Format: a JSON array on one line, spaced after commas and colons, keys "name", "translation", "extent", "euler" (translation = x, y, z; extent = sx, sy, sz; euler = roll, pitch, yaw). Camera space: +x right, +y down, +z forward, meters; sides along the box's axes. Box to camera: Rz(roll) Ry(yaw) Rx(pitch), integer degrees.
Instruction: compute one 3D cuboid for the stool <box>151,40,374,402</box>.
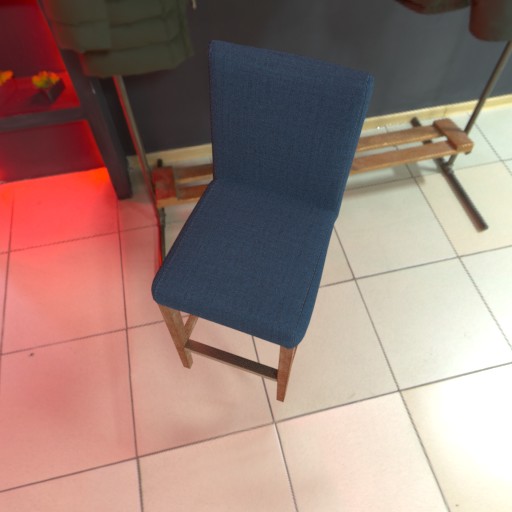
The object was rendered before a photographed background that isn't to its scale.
[{"name": "stool", "translation": [0.000, 0.000, 1.423], "extent": [0.454, 1.088, 0.574], "euler": [17, 59, 10]}]
